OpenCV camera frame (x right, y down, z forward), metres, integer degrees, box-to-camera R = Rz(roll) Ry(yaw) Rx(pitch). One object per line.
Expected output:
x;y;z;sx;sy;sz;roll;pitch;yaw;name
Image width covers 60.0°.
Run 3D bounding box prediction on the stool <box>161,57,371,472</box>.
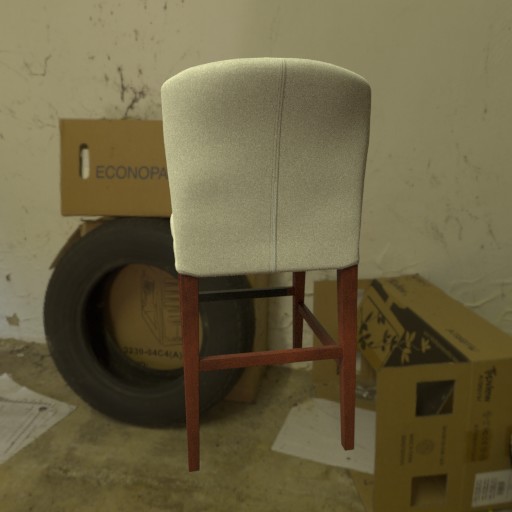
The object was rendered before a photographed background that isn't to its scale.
0.000;0.000;1.267;0.479;0.968;0.568;-3;16;-10;stool
